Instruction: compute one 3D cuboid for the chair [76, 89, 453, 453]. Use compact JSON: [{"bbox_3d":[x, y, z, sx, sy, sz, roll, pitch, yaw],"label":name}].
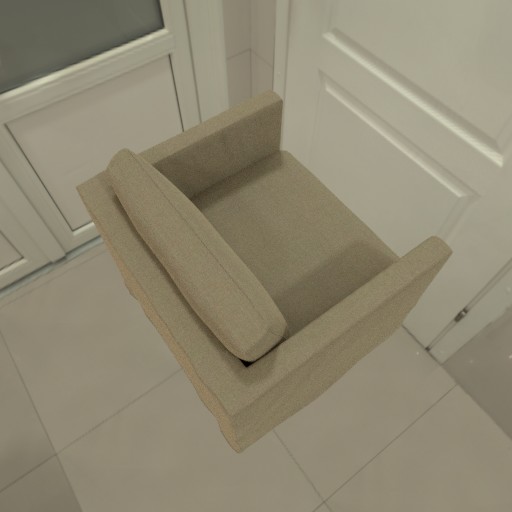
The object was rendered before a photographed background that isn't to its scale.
[{"bbox_3d":[0.000,0.000,1.789,0.949,0.863,1.057,-32,64,-18],"label":"chair"}]
